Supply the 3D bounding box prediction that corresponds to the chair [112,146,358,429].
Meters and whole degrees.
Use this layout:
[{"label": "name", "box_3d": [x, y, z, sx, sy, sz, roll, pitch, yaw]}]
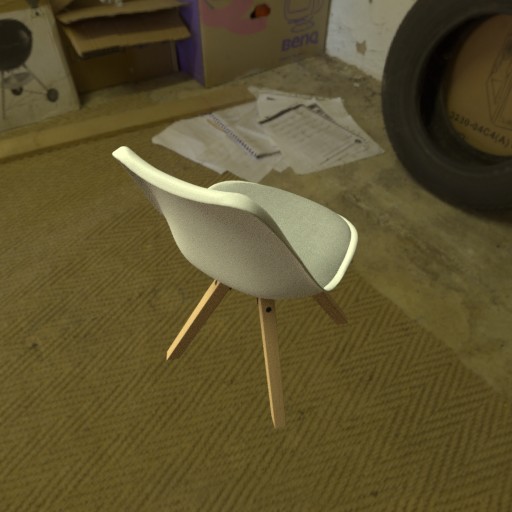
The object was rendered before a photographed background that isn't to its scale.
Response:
[{"label": "chair", "box_3d": [0.000, 0.000, 1.192, 0.485, 0.850, 0.550, 25, 51, 22]}]
